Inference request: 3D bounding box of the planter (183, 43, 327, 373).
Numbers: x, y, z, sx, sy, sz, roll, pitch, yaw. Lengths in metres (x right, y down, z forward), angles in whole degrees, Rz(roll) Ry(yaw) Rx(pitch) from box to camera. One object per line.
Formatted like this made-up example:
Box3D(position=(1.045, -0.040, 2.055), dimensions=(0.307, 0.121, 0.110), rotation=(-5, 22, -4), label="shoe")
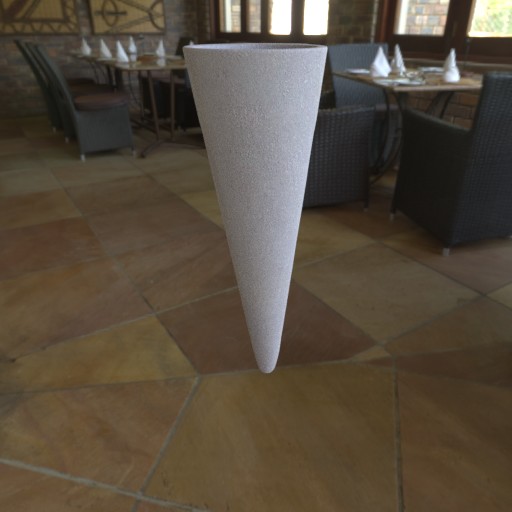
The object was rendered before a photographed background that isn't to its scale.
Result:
Box3D(position=(0.000, 0.000, 0.302), dimensions=(0.078, 0.259, 0.087), rotation=(8, 28, 15), label="planter")
